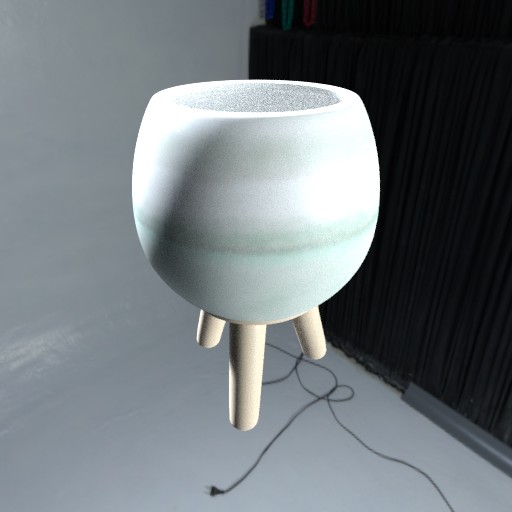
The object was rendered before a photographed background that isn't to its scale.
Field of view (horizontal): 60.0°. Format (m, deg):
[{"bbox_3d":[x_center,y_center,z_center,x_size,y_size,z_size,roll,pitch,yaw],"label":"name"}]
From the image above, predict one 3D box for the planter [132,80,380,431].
[{"bbox_3d":[0.000,0.000,0.322,0.161,0.224,0.161,0,29,0],"label":"planter"}]
